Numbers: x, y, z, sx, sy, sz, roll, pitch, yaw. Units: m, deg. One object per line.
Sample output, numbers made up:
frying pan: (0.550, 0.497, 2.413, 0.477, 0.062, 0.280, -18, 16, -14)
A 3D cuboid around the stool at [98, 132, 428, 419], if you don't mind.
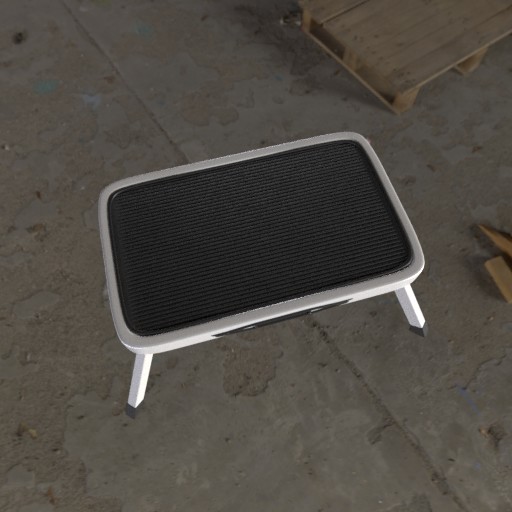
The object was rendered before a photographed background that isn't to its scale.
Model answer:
stool: (0.000, 0.000, 0.635, 0.460, 0.170, 0.320, -14, 64, -7)
